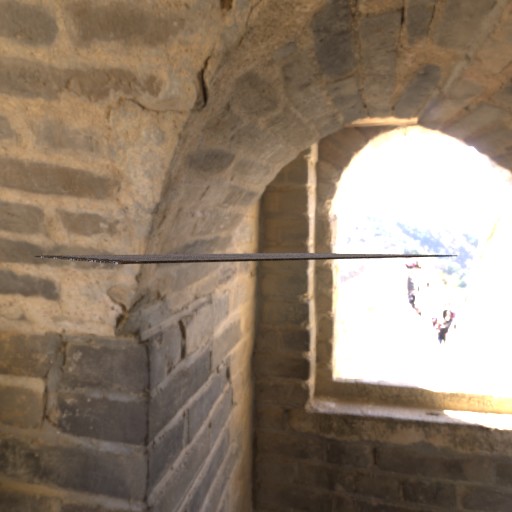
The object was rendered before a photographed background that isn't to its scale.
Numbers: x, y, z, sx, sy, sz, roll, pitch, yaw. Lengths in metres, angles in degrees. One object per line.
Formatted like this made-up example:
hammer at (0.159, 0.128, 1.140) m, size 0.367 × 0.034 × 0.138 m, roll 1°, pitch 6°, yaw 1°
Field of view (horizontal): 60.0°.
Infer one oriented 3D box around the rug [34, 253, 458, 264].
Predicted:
rug at (0.000, 0.000, 2.469) m, size 2.029 × 0.010 × 1.237 m, roll -1°, pitch 1°, yaw -37°
